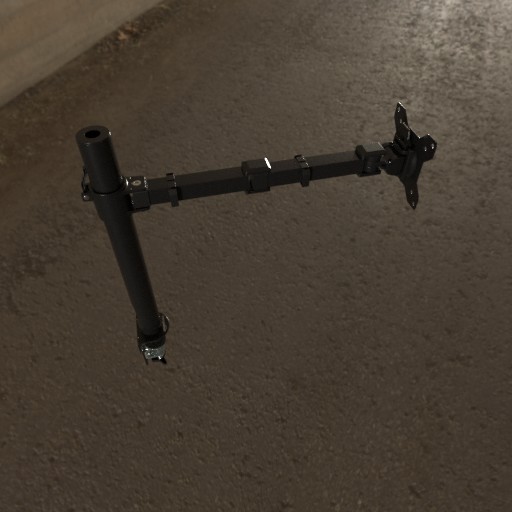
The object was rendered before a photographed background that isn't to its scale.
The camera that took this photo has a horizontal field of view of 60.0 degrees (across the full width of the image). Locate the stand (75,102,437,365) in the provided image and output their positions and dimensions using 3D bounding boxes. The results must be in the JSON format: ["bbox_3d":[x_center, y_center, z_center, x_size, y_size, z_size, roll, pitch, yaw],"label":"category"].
[{"bbox_3d":[0.000,0.000,0.730,0.456,0.510,0.115,-10,48,-9],"label":"stand"}]
